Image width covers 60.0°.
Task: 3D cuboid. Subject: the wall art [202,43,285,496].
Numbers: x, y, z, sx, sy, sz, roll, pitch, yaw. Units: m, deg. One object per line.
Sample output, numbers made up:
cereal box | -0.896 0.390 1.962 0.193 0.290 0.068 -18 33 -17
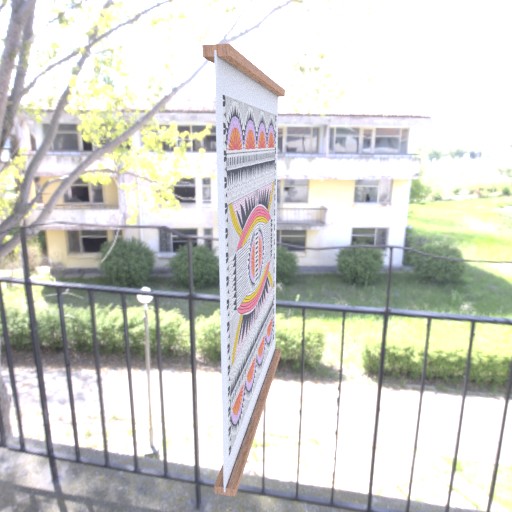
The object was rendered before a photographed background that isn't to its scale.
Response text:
wall art | 0.000 0.000 0.688 0.028 0.527 0.403 3 15 11
